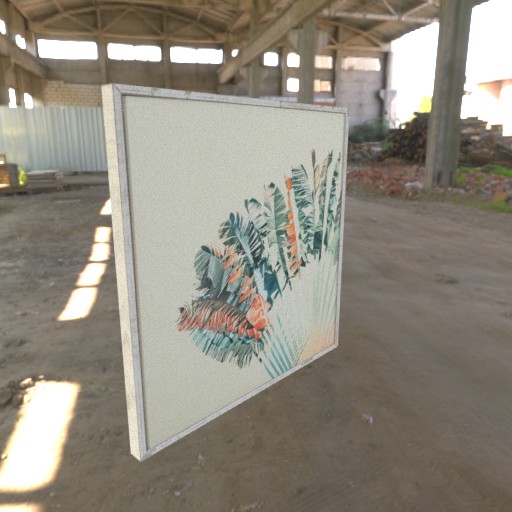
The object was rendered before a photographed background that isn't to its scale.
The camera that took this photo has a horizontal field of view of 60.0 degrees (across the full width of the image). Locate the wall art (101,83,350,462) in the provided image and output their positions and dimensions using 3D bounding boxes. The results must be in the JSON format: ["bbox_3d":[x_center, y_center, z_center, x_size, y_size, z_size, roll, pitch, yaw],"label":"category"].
[{"bbox_3d":[0.000,0.000,1.132,0.038,0.757,0.760,13,19,41],"label":"wall art"}]
